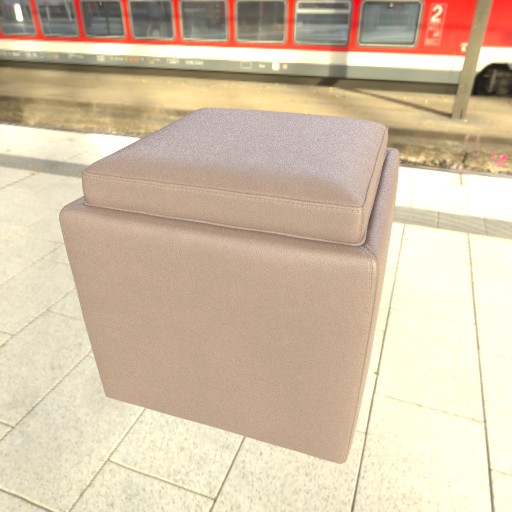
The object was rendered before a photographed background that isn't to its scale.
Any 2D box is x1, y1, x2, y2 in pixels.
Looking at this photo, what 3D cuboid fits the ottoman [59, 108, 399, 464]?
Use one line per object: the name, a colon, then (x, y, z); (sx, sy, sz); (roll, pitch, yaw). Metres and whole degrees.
ottoman: (0.000, 0.000, 0.805); (0.451, 0.460, 0.450); (10, 32, 16)
